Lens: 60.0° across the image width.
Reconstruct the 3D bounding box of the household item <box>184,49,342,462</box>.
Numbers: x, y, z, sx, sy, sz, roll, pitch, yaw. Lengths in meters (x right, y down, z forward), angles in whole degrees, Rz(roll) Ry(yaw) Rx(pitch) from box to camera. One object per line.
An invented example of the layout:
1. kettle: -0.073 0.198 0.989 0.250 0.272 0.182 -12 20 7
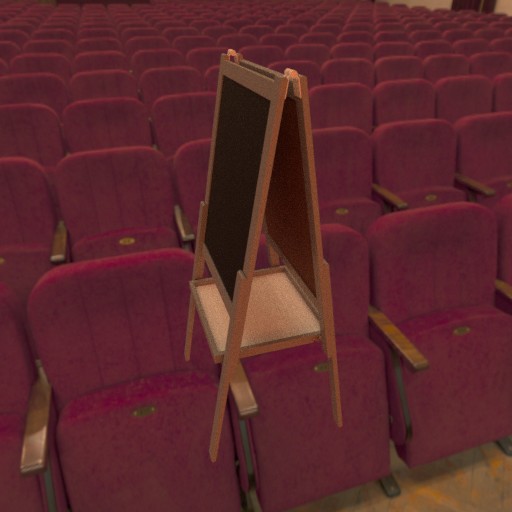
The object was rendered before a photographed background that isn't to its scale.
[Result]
1. household item: 0.000 0.000 1.428 0.469 1.172 0.531 -9 31 -15
